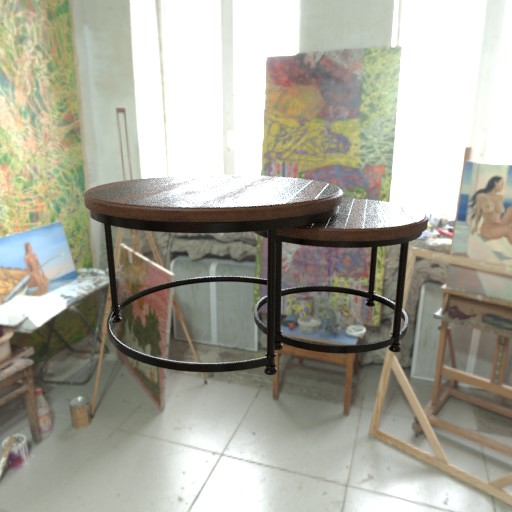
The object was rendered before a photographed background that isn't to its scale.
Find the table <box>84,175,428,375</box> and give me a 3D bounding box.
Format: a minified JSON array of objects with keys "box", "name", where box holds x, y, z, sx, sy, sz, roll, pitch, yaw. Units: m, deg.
[{"box":[0.000,0.000,1.644,1.152,0.516,0.870,-3,16,-10],"name":"table"}]
